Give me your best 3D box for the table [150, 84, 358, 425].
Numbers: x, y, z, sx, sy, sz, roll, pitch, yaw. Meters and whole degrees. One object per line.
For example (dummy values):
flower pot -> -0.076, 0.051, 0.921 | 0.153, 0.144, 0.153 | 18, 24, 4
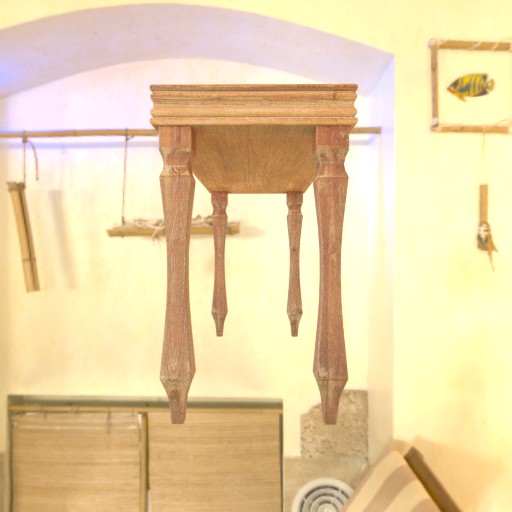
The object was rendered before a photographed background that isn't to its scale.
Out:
table -> 0.000, 0.000, 1.776 | 0.522, 0.873, 1.330 | 0, 0, 1
